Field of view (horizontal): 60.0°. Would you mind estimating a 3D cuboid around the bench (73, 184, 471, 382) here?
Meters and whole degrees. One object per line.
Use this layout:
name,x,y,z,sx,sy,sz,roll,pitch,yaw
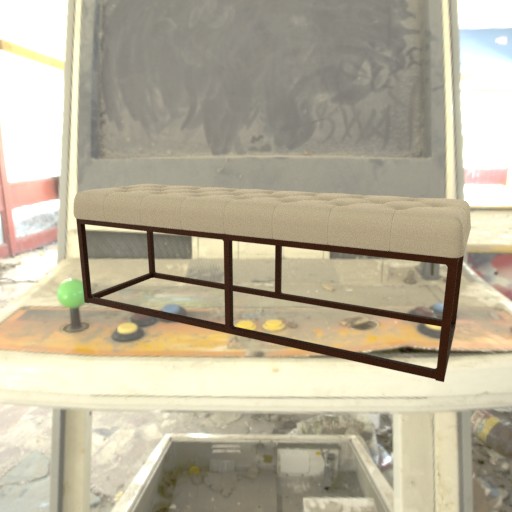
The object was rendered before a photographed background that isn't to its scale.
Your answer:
bench,0.000,0.000,1.747,1.488,0.488,0.479,7,16,27
